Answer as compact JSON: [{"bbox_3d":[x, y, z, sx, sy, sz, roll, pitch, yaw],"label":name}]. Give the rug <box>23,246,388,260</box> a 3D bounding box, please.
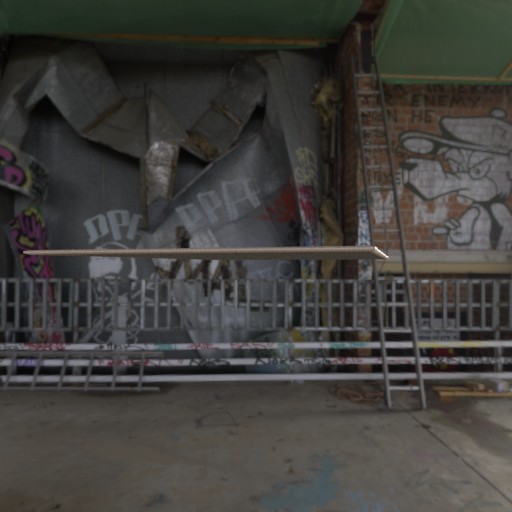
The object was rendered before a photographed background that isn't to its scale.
[{"bbox_3d":[0.000,0.000,2.721,1.525,0.020,2.081,0,-1,18],"label":"rug"}]
